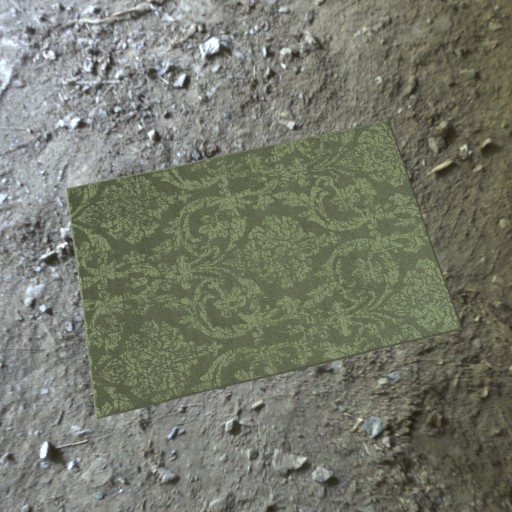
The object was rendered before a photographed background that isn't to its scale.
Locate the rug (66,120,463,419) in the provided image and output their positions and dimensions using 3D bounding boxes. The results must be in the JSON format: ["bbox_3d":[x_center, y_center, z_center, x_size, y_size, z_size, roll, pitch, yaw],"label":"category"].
[{"bbox_3d":[0.000,0.000,2.292,1.824,0.012,1.206,-13,75,-3],"label":"rug"}]
